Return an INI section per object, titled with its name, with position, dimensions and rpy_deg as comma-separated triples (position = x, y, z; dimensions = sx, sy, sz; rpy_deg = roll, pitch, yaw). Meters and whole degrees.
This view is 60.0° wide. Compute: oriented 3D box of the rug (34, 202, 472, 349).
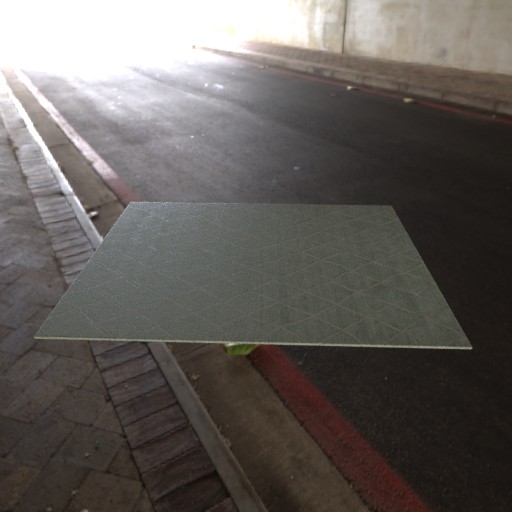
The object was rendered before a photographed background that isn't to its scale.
[rug]
position = 0.000, 0.000, 4.114
dimensions = 3.039, 0.019, 2.420
rpy_deg = 1, 30, 2
